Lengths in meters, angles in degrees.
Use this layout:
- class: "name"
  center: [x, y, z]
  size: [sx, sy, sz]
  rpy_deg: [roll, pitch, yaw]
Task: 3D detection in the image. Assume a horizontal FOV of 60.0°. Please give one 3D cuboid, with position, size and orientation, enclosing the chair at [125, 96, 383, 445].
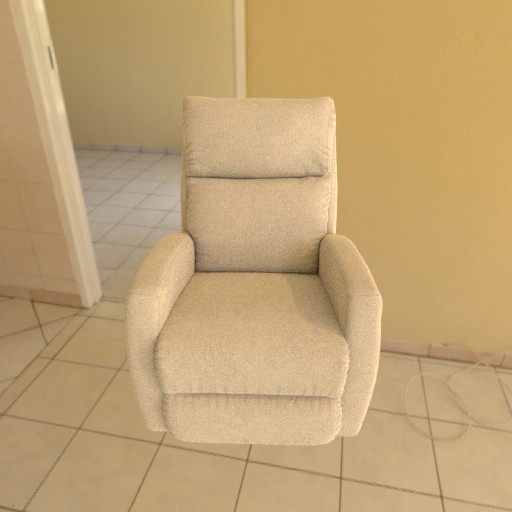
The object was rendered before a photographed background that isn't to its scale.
- class: "chair"
  center: [0.000, 0.000, 1.655]
  size: [0.794, 1.021, 0.940]
  rpy_deg: [1, 29, 2]
